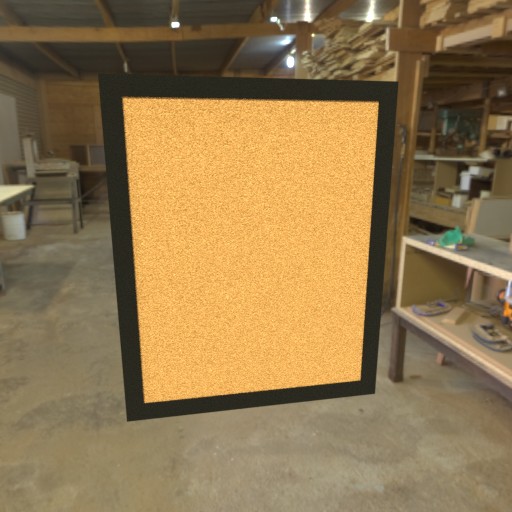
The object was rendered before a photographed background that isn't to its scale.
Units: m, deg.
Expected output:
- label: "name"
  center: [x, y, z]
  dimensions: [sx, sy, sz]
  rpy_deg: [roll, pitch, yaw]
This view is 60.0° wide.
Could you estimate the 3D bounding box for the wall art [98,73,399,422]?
- label: "wall art"
  center: [0.000, 0.000, 0.747]
  dimensions: [0.457, 0.559, 0.029]
  rpy_deg: [-3, 15, -11]
